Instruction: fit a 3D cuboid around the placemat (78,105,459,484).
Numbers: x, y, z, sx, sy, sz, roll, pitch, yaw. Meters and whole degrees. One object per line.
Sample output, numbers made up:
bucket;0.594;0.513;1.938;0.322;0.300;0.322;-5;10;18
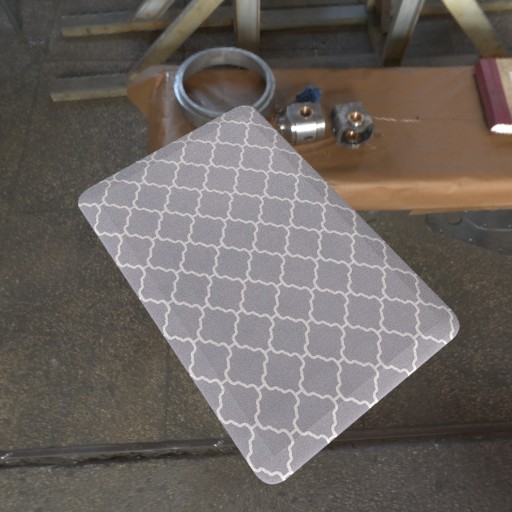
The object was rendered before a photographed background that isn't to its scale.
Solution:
placemat;0.000;0.000;0.965;0.508;0.021;0.762;-34;69;-15
